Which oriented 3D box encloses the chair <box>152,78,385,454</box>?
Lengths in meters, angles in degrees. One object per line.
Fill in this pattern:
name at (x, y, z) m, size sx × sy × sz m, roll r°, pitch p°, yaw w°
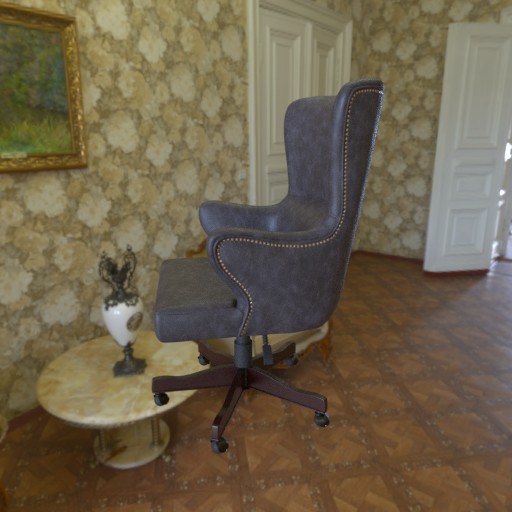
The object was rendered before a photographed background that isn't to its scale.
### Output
chair at (0.000, 0.000, 1.447) m, size 0.717 × 1.037 × 0.594 m, roll -2°, pitch 15°, yaw -9°
